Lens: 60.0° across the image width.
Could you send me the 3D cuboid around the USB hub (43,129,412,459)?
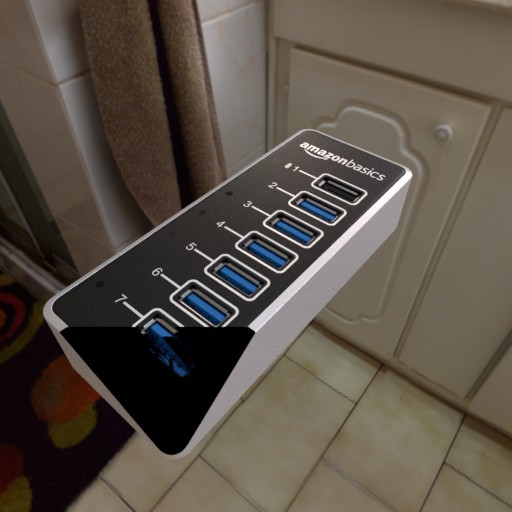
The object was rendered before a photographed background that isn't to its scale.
[{"bbox_3d":[0.000,0.000,0.132,0.044,0.023,0.110,31,53,27],"label":"USB hub"}]
